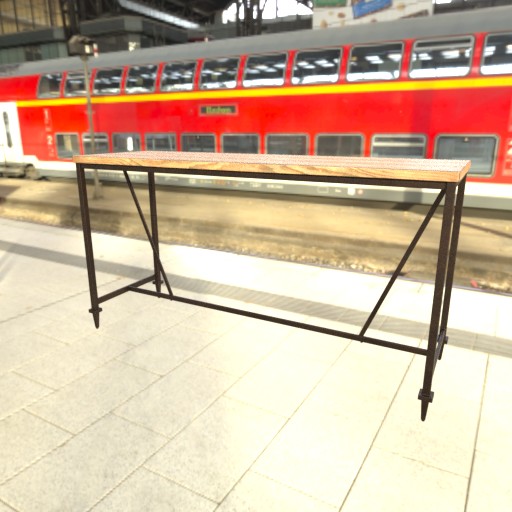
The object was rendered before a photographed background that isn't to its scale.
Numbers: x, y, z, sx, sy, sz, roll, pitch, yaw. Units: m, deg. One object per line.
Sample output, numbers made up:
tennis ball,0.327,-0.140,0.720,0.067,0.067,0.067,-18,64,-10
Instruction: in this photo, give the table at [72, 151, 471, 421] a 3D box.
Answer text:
table,0.000,0.000,2.082,1.700,0.902,0.551,8,18,27
